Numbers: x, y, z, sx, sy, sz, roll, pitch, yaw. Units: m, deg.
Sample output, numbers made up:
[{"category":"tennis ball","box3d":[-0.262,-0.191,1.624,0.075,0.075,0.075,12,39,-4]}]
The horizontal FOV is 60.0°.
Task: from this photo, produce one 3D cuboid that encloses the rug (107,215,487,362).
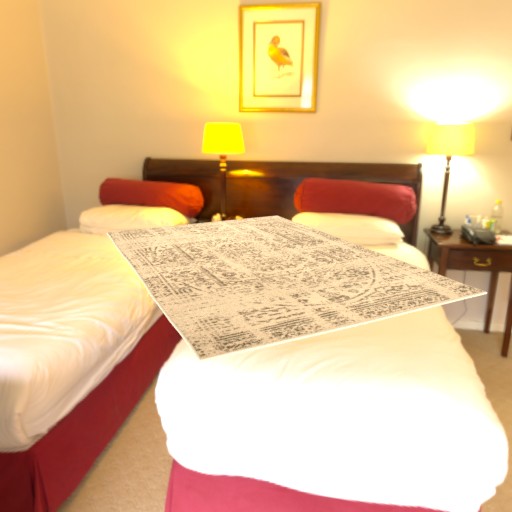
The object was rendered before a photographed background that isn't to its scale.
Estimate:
[{"category":"rug","box3d":[0.000,0.000,3.166,1.706,0.026,2.438,-8,18,-25]}]
